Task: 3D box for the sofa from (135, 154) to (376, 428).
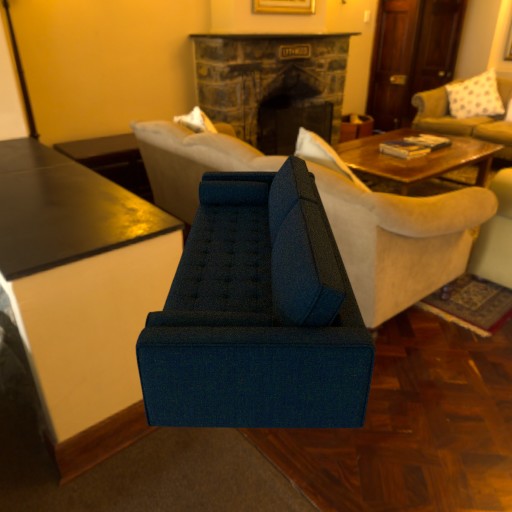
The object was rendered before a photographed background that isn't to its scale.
[{"bbox_3d":[0.000,0.000,2.678,0.914,0.762,2.210,0,27,1],"label":"sofa"}]
